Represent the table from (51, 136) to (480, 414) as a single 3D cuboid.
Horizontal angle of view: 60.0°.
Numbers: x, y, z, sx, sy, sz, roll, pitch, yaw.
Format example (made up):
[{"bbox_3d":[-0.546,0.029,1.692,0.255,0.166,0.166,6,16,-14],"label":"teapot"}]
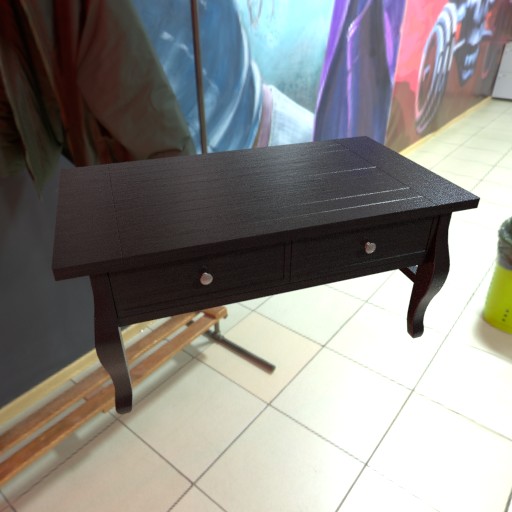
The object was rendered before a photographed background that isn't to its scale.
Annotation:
[{"bbox_3d":[0.000,0.000,1.396,1.062,0.494,0.600,-10,33,-16],"label":"table"}]
